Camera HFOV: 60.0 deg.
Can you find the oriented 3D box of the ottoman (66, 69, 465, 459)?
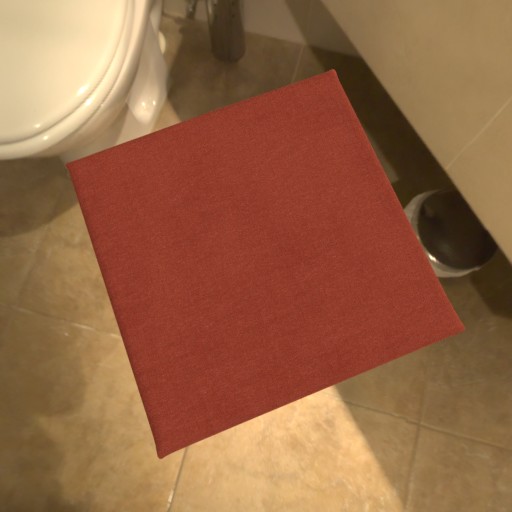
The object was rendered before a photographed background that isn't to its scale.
[{"bbox_3d":[0.000,0.000,1.422,0.890,0.411,0.889,-21,77,-5],"label":"ottoman"}]
